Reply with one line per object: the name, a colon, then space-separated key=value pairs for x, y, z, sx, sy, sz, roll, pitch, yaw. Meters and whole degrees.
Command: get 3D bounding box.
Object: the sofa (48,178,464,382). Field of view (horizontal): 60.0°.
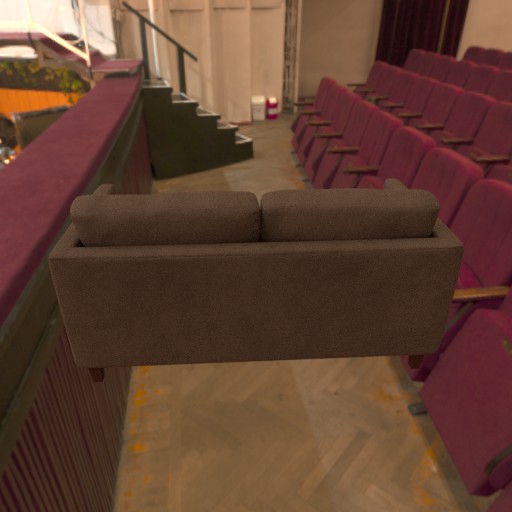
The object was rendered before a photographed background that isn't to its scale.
sofa: x=0.000 y=0.000 z=2.486 sx=1.884 sy=0.963 sz=0.950 roll=-2 pitch=29 yaw=-3
